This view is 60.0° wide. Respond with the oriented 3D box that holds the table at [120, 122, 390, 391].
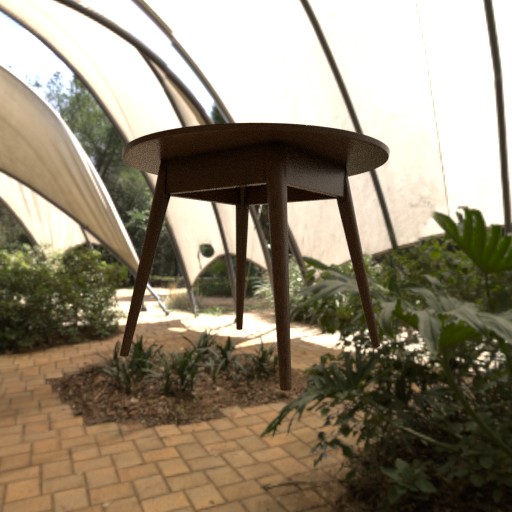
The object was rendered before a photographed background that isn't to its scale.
[{"bbox_3d":[0.000,0.000,1.821,1.053,0.786,1.053,0,0,0],"label":"table"}]
